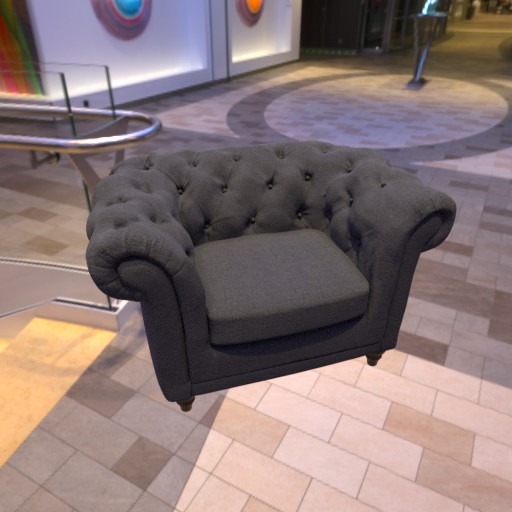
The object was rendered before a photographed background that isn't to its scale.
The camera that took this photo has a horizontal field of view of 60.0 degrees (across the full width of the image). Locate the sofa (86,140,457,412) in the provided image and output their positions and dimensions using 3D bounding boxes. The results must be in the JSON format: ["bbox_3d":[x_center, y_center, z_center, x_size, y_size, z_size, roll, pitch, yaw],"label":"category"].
[{"bbox_3d":[0.000,0.000,2.089,1.405,0.878,1.032,-9,31,-15],"label":"sofa"}]
